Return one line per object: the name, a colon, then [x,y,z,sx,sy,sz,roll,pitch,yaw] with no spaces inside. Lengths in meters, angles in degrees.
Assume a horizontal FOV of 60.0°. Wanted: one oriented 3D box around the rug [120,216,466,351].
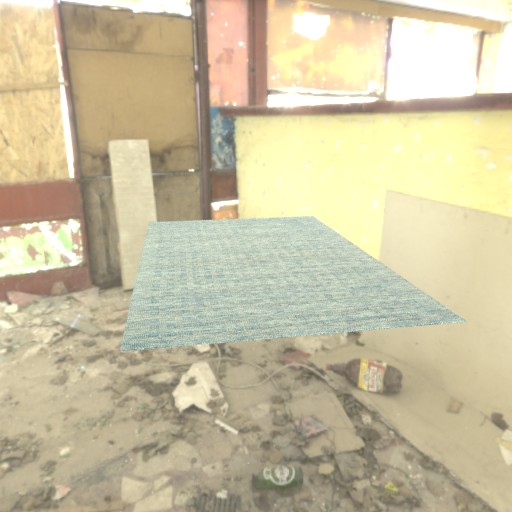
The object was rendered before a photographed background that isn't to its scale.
rug: [0.000,0.000,2.243,1.142,0.006,1.752,-3,17,-10]
